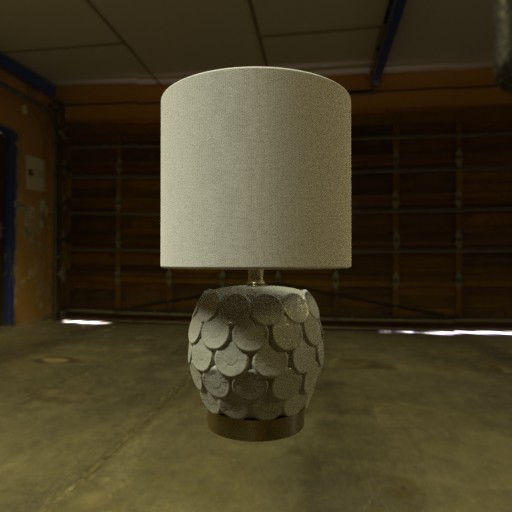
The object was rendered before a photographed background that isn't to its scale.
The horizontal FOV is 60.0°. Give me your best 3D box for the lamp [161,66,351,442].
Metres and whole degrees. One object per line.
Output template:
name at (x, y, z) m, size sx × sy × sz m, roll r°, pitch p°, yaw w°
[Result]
lamp at (0.000, 0.000, 0.604) m, size 0.254 × 0.452 × 0.254 m, roll 0°, pitch -1°, yaw 0°
